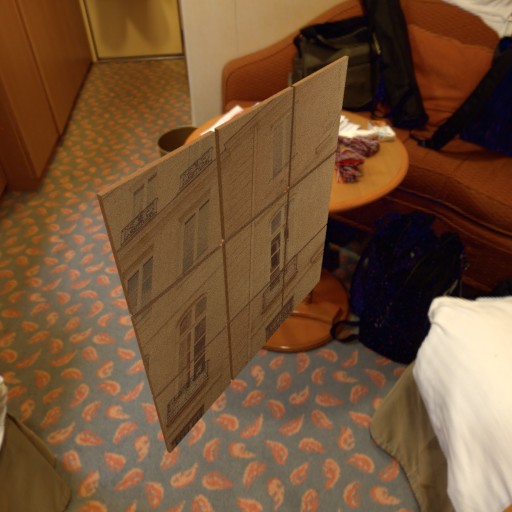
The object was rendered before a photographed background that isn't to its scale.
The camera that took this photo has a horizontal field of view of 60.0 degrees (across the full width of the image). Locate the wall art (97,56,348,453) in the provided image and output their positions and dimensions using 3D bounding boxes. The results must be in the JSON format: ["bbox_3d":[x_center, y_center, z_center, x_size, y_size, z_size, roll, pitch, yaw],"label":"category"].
[{"bbox_3d":[0.000,0.000,1.319,0.018,0.913,0.915,25,46,26],"label":"wall art"}]
